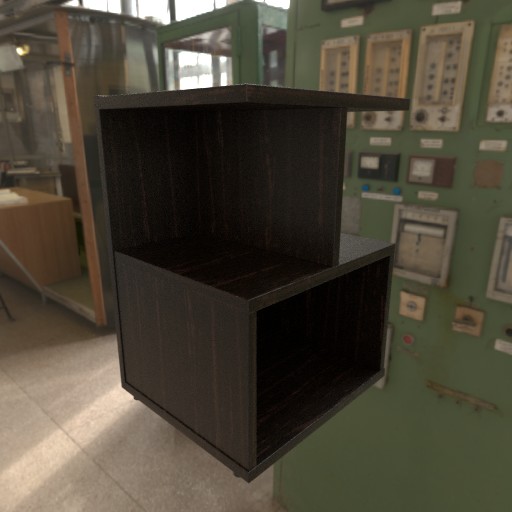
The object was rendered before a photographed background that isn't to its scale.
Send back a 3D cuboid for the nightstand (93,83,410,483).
[{"bbox_3d":[0.000,0.000,0.824,0.356,0.559,0.400,15,22,42],"label":"nightstand"}]
